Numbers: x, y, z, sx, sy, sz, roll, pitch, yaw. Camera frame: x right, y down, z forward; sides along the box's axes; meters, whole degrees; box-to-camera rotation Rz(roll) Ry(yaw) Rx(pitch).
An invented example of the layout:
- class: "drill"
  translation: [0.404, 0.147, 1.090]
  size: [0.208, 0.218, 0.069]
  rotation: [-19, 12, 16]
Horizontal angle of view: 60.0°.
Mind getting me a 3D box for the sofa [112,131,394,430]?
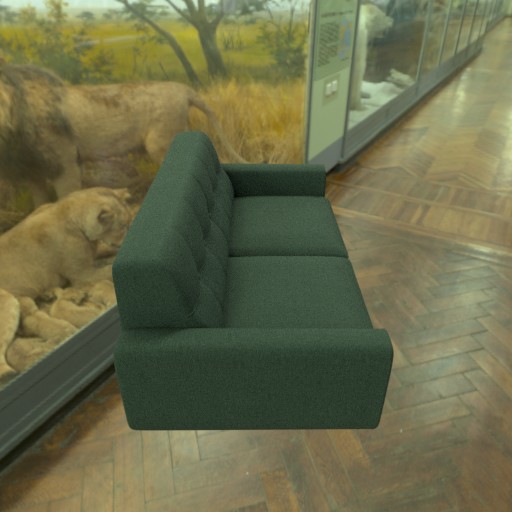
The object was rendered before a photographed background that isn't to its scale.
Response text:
- class: "sofa"
  translation: [0.000, 0.000, 2.131]
  size: [0.909, 0.841, 1.631]
  rotation: [0, 32, 0]
